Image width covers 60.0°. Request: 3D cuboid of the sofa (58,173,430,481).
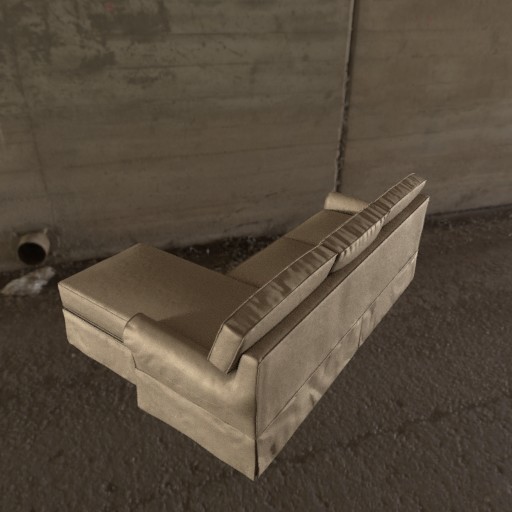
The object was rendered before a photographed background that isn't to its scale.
[{"bbox_3d":[0.000,0.000,3.282,1.733,0.978,2.475,19,35,31],"label":"sofa"}]
